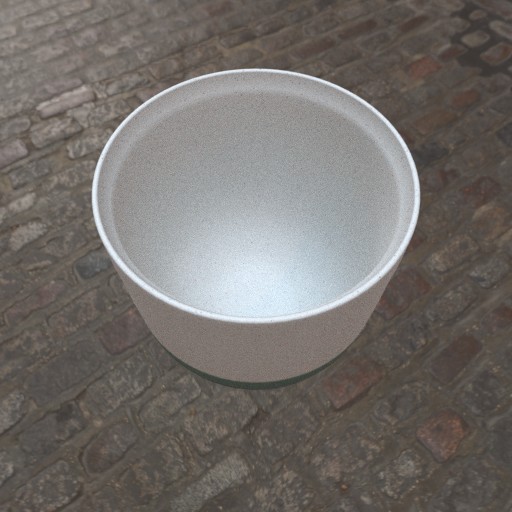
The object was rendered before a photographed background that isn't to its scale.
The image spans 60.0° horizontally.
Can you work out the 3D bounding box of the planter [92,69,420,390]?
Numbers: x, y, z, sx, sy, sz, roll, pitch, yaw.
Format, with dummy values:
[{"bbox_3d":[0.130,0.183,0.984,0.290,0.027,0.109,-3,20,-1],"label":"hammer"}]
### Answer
[{"bbox_3d":[0.000,0.000,0.479,0.268,0.270,0.268,0,59,0],"label":"planter"}]
